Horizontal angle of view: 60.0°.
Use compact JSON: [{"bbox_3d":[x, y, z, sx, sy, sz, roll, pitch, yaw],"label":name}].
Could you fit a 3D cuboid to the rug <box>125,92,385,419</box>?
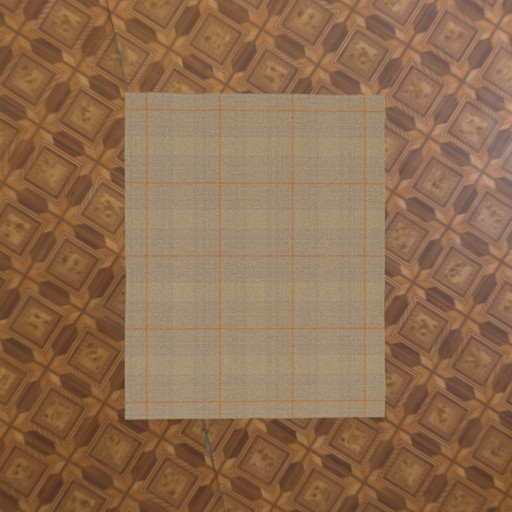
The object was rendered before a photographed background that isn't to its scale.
[{"bbox_3d":[0.000,0.000,4.159,2.448,0.021,3.051,0,90,-1],"label":"rug"}]
